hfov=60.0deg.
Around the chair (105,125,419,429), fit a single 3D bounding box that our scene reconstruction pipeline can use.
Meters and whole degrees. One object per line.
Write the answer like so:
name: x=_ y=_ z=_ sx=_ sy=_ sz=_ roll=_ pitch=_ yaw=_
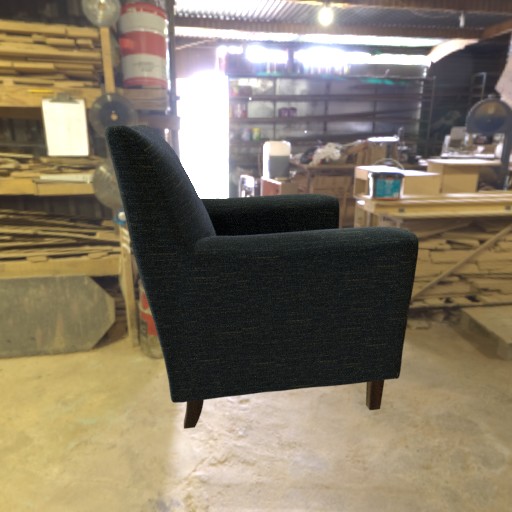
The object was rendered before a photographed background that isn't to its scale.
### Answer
chair: x=0.000 y=0.000 z=1.638 sx=0.873 sy=0.928 sz=0.864 roll=-3 pitch=17 yaw=-10
